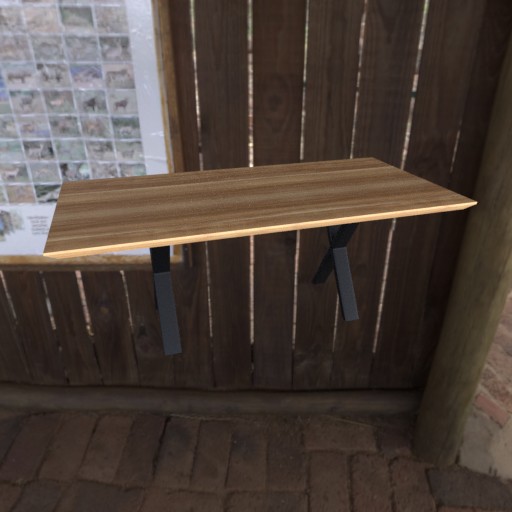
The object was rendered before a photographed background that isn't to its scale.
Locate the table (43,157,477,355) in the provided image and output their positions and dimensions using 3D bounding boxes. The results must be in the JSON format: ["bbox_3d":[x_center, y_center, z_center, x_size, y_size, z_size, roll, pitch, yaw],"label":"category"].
[{"bbox_3d":[0.000,0.000,2.538,2.000,0.770,1.000,-8,27,-16],"label":"table"}]
